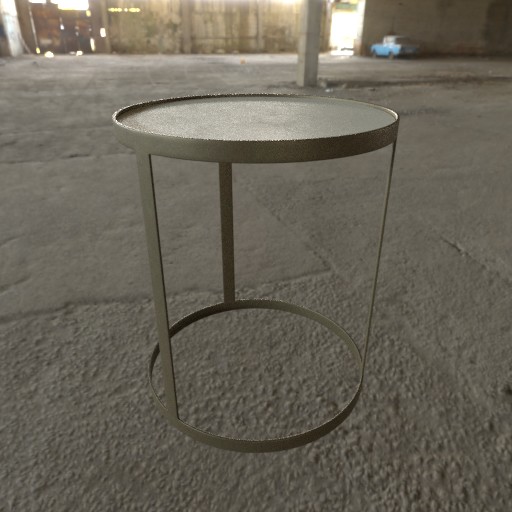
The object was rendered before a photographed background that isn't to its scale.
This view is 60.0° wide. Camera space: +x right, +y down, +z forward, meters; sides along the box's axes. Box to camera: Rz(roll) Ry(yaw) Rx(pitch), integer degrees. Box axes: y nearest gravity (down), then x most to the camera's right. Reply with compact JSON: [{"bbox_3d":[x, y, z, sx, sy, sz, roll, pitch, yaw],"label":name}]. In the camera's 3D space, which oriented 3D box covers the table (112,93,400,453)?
[{"bbox_3d":[0.000,0.000,0.896,0.480,0.565,0.480,0,27,0],"label":"table"}]
